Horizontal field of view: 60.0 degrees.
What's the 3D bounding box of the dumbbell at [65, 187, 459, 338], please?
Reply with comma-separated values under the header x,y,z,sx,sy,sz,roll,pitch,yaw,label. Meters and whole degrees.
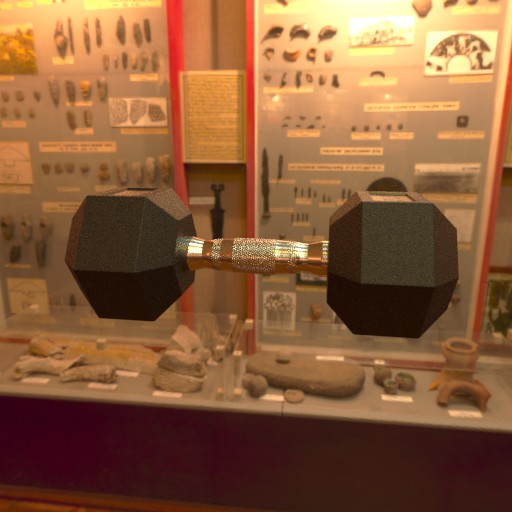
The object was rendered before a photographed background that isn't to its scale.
x,y,z,sx,sy,sz,roll,pitch,yaw,label
0.000,0.000,0.437,0.356,0.123,0.141,2,16,8,dumbbell
